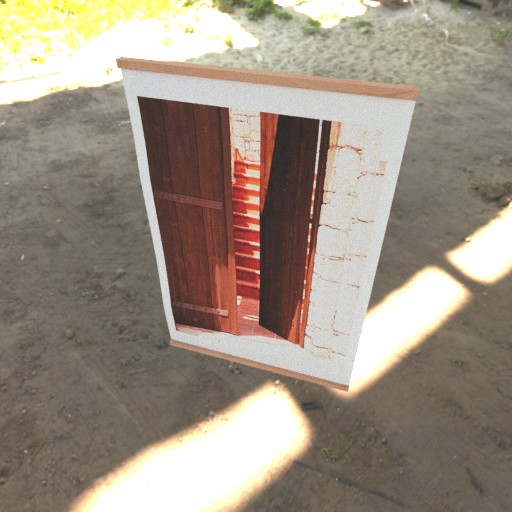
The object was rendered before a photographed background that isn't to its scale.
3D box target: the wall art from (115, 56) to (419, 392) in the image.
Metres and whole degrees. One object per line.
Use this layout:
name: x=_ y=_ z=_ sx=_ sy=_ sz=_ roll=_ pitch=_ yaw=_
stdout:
wall art: x=0.000 y=0.000 z=0.633 sx=0.332 sy=0.508 sz=0.012 roll=12 pitch=41 yaw=14
